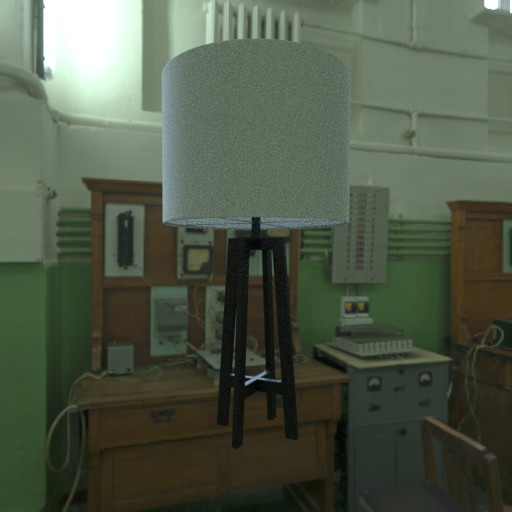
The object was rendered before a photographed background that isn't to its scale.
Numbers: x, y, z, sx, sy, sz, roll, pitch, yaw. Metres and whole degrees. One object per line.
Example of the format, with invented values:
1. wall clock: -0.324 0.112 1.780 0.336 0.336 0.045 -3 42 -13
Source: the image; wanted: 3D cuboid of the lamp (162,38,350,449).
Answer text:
1. lamp: 0.000 0.000 0.619 0.257 0.489 0.257 0 0 -19
